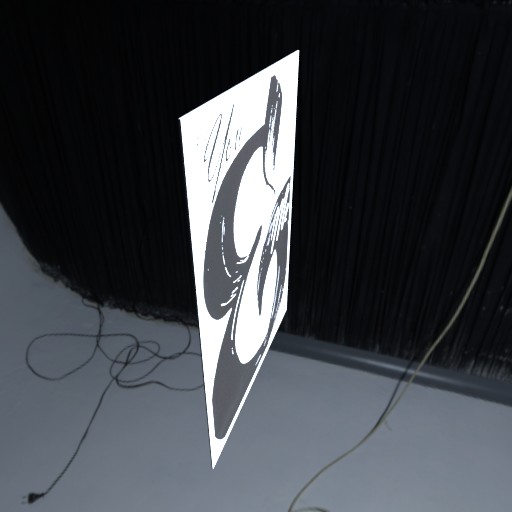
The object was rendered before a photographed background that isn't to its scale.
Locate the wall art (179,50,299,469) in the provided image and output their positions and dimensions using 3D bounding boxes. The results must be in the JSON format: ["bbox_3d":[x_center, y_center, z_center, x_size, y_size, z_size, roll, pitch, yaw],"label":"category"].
[{"bbox_3d":[0.000,0.000,0.791,0.003,0.609,0.457,11,35,16],"label":"wall art"}]
